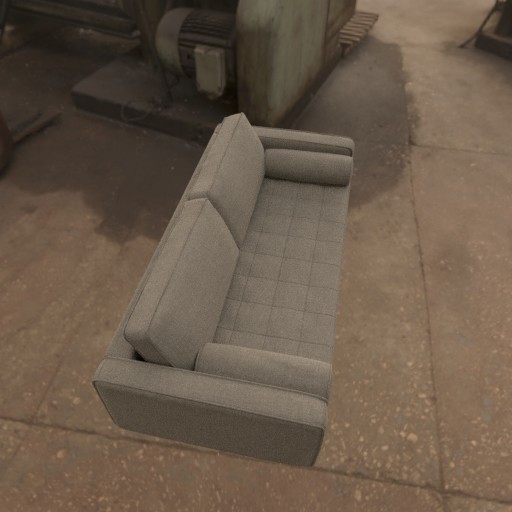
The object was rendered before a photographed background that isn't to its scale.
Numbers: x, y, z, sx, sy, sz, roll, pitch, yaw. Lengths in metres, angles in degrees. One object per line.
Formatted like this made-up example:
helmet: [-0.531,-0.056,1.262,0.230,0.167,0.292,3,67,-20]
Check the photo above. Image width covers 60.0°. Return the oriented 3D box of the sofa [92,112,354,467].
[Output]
sofa: [0.000,0.000,2.348,0.914,0.762,1.879,9,48,8]
